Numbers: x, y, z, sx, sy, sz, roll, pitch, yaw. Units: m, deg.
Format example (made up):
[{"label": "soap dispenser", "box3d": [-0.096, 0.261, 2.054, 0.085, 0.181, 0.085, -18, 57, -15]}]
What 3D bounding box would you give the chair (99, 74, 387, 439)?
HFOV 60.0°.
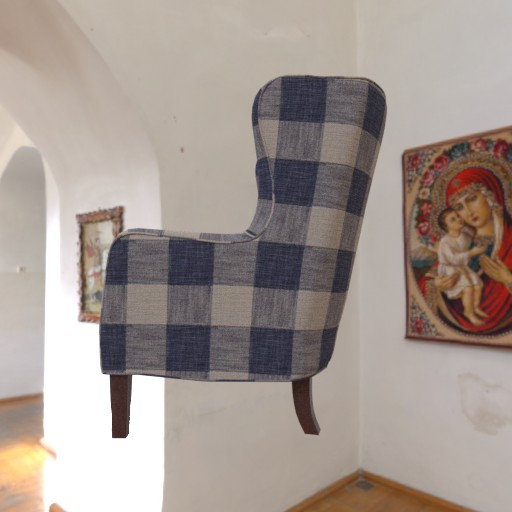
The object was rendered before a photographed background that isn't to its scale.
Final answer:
[{"label": "chair", "box3d": [0.000, 0.000, 1.639, 0.889, 1.041, 0.830, 0, -1, 1]}]
